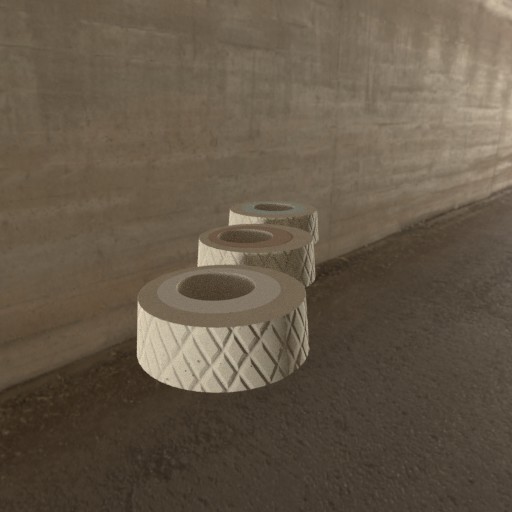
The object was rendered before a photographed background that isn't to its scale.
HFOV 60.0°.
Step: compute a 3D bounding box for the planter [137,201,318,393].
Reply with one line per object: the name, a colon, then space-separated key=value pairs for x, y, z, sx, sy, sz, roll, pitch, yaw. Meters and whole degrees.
planter: x=0.000 y=0.000 z=0.422 sx=0.114 sy=0.038 sz=0.390 roll=3 pitch=17 yaw=8
